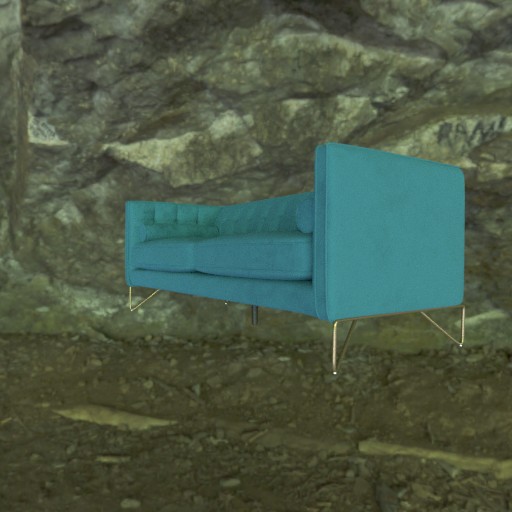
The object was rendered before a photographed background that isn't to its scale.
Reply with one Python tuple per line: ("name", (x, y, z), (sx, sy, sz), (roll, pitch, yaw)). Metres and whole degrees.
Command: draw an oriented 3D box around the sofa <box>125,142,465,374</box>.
("sofa", (0.000, 0.000, 2.547), (0.867, 0.789, 2.087), (0, 0, -35))
